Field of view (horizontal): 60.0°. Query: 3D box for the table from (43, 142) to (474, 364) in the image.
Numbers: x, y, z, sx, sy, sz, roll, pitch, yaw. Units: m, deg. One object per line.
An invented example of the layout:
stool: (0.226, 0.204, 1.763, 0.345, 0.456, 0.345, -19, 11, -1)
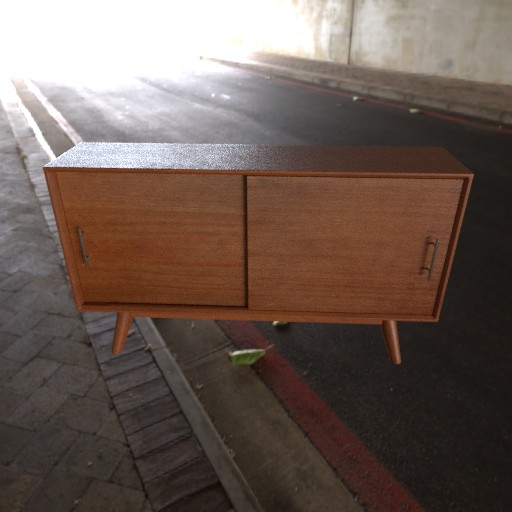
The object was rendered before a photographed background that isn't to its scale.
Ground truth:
table: (0.000, 0.000, 1.535, 1.220, 0.698, 0.308, 1, 29, 3)
